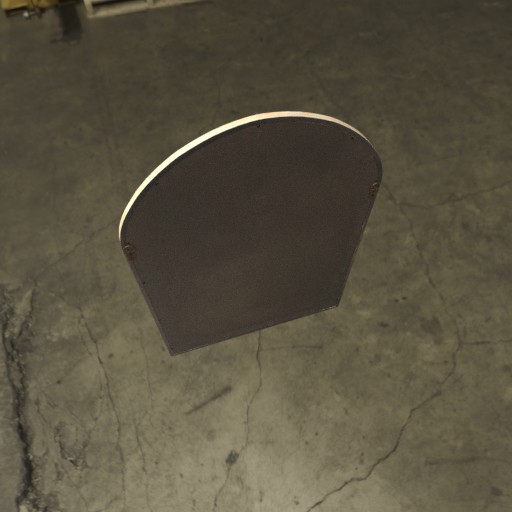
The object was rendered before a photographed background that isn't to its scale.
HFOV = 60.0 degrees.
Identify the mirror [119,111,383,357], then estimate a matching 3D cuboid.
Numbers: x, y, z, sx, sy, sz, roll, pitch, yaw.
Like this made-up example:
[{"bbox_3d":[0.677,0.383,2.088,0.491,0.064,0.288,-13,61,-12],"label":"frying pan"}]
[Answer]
[{"bbox_3d":[0.000,0.000,1.163,0.609,0.915,0.032,-15,58,-10],"label":"mirror"}]
